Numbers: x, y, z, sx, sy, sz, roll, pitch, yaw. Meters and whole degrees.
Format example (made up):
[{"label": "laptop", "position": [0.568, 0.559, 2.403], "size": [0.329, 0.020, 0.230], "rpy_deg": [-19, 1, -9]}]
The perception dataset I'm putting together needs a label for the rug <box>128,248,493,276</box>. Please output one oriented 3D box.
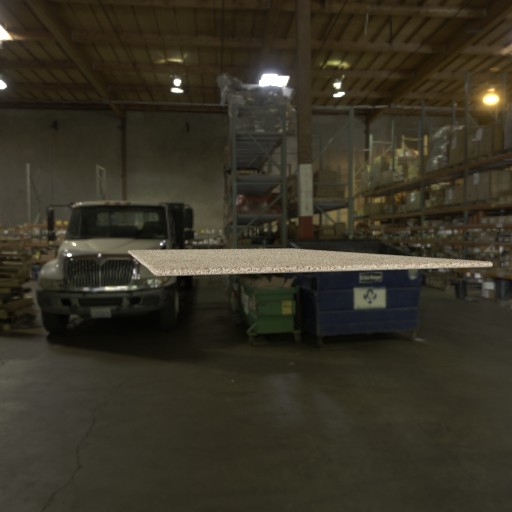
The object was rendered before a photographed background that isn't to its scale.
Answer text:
[{"label": "rug", "position": [0.000, 0.000, 3.386], "size": [1.778, 0.030, 2.743], "rpy_deg": [-1, 3, -18]}]
